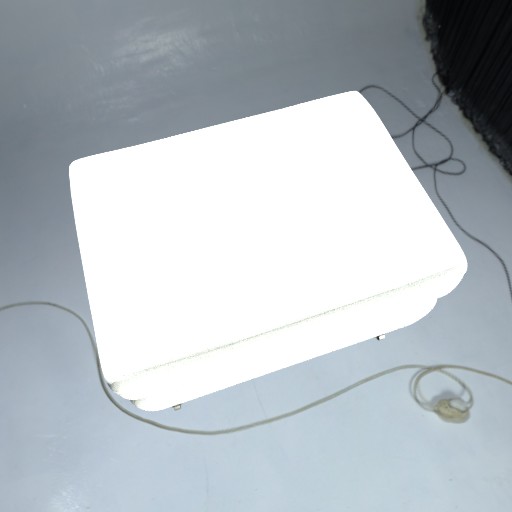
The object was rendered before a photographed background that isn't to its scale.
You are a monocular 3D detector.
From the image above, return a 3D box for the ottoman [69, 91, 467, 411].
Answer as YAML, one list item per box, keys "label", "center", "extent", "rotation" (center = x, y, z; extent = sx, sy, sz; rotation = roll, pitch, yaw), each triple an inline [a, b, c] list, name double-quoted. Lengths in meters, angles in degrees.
- label: "ottoman"
  center: [0.000, 0.000, 1.145]
  extent: [0.773, 0.499, 0.569]
  rotation: [-17, 63, -9]
